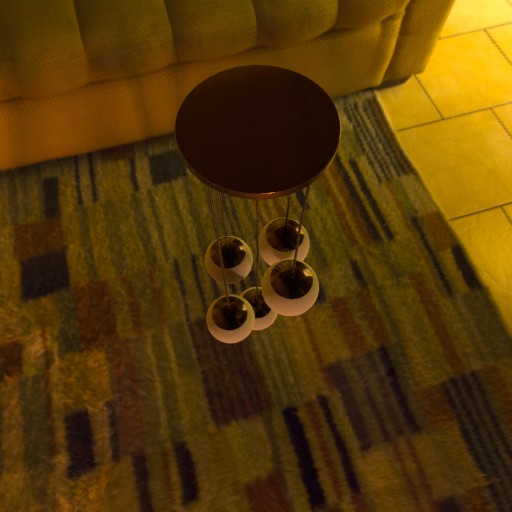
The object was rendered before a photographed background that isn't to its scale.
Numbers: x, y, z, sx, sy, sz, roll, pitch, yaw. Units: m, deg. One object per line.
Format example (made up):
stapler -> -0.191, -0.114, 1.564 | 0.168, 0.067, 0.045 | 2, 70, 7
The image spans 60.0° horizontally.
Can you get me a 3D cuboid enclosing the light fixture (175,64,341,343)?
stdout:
light fixture -> 0.000, 0.000, 1.493 | 0.484, 1.271, 0.489 | -34, 69, -15
